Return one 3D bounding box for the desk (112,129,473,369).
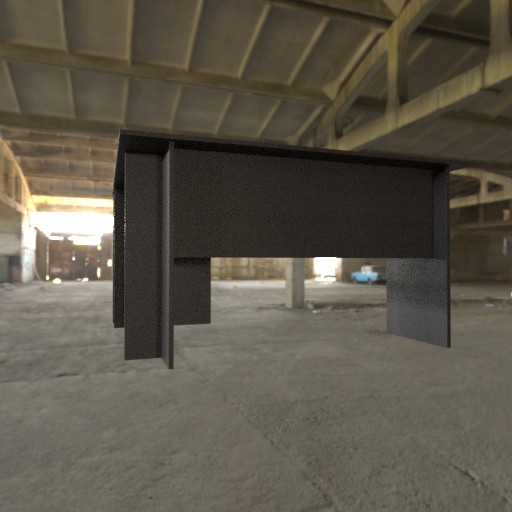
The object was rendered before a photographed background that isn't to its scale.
[{"bbox_3d":[0.000,0.000,2.136,1.303,0.716,1.361,0,-1,-19],"label":"desk"}]
